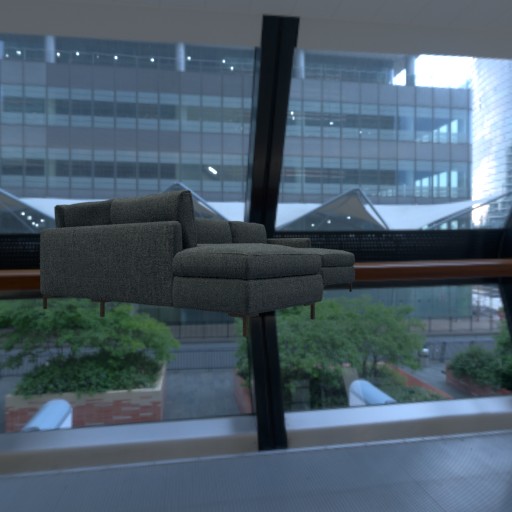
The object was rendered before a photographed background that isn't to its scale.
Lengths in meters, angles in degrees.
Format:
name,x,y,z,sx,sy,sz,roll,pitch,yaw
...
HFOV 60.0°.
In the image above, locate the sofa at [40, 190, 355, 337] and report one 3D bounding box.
name,x,y,z,sx,sy,sz,roll,pitch,yaw
sofa,0.000,0.000,3.688,1.879,0.753,2.737,0,0,36
